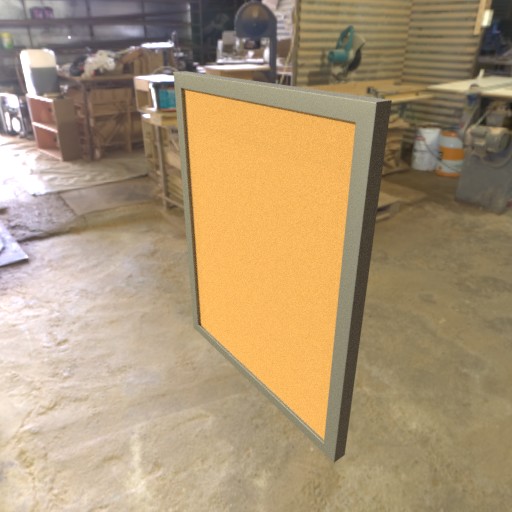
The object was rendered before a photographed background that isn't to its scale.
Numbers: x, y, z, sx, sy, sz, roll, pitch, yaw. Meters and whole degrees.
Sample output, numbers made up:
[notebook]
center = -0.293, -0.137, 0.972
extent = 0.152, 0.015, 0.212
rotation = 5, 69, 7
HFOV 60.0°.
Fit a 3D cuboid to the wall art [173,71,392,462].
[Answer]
[wall art]
center = 0.000, 0.000, 0.762
extent = 0.029, 0.558, 0.458
rotation = -19, 33, -32
